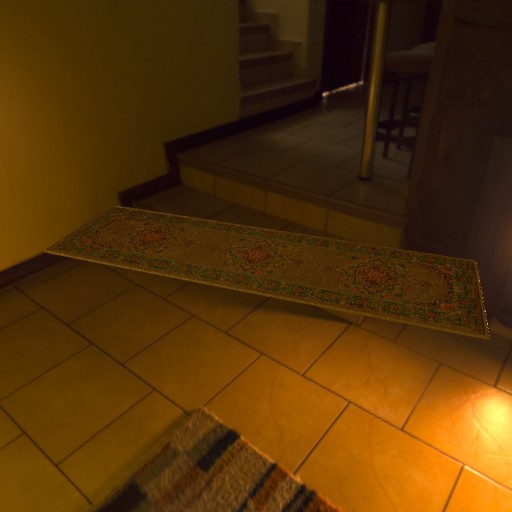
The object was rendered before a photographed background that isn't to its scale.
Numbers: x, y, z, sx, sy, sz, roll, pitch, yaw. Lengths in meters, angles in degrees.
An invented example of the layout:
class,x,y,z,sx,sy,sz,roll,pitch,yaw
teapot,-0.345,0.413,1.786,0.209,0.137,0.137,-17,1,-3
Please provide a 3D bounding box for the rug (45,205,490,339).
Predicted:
class,x,y,z,sx,sy,sz,roll,pitch,yaw
rug,0.000,0.000,2.444,2.297,0.019,0.659,10,32,16
